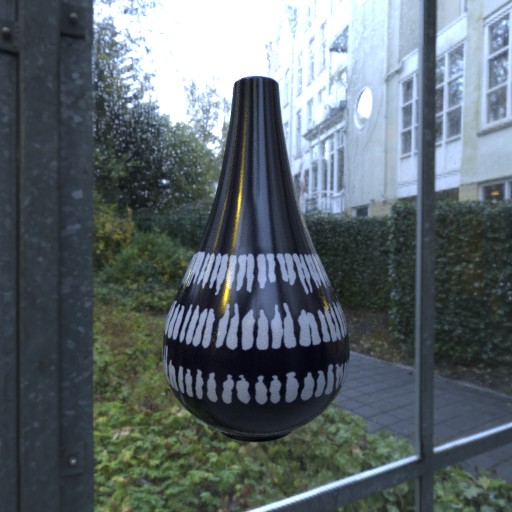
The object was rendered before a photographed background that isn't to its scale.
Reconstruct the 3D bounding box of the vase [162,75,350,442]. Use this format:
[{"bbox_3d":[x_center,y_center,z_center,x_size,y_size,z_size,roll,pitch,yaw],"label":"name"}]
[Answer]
[{"bbox_3d":[0.000,0.000,0.381,0.159,0.295,0.159,0,1,0],"label":"vase"}]
